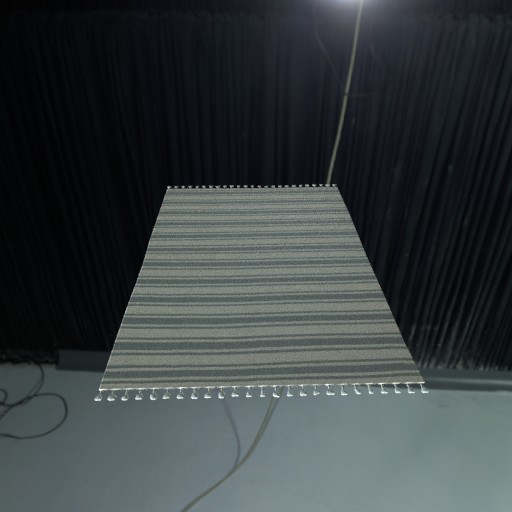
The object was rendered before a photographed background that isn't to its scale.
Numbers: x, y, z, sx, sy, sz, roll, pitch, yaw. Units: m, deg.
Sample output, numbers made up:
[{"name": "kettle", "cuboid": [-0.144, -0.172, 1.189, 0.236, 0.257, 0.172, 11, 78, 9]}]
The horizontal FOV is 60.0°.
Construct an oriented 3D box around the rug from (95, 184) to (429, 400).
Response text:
[{"name": "rug", "cuboid": [0.000, 0.000, 3.044, 1.539, 0.011, 2.410, -1, 33, -1]}]
